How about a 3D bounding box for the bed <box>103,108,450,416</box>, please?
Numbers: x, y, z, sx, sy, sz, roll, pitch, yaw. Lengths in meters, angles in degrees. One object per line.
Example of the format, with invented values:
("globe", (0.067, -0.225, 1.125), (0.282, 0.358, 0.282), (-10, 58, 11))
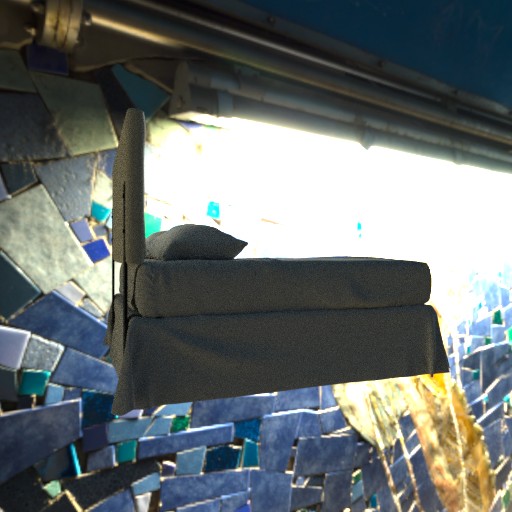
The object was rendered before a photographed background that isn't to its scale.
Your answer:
("bed", (0.000, 0.000, 3.448), (2.222, 1.577, 1.936), (0, 0, -20))
